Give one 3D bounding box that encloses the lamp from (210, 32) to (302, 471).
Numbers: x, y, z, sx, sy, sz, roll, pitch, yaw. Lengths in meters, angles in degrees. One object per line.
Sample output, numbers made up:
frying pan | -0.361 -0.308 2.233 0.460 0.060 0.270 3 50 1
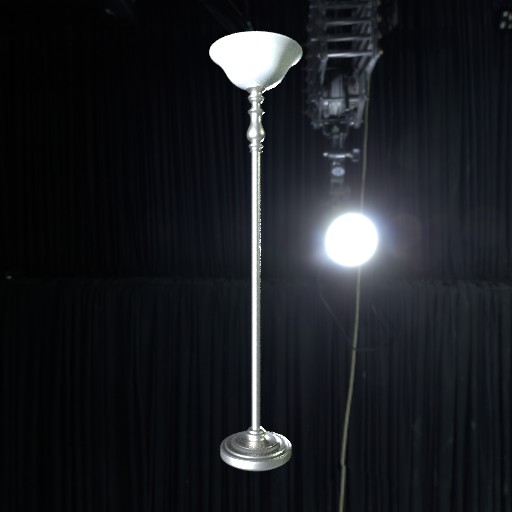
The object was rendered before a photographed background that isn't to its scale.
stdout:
lamp | 0.000 0.000 1.956 0.405 1.771 0.405 0 1 0
